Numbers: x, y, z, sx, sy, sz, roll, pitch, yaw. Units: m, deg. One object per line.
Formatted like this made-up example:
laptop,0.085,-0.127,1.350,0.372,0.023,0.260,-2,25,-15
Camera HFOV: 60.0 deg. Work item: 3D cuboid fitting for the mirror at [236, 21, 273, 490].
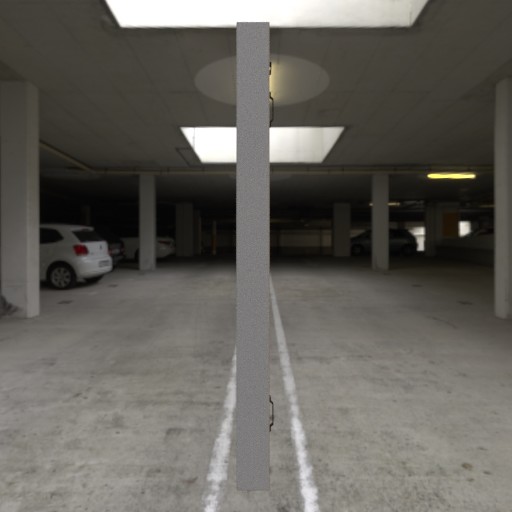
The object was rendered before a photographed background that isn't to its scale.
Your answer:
mirror,0.000,0.000,0.682,0.041,0.508,0.405,0,0,0
